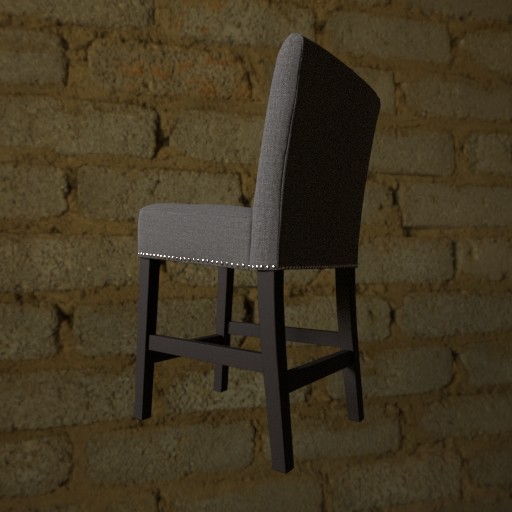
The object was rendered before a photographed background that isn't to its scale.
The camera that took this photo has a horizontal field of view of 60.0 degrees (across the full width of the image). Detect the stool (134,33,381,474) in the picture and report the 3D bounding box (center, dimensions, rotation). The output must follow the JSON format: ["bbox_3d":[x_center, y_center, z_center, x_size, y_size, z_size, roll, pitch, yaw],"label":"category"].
[{"bbox_3d":[0.000,0.000,1.181,0.571,0.885,0.427,-1,-1,36],"label":"stool"}]
